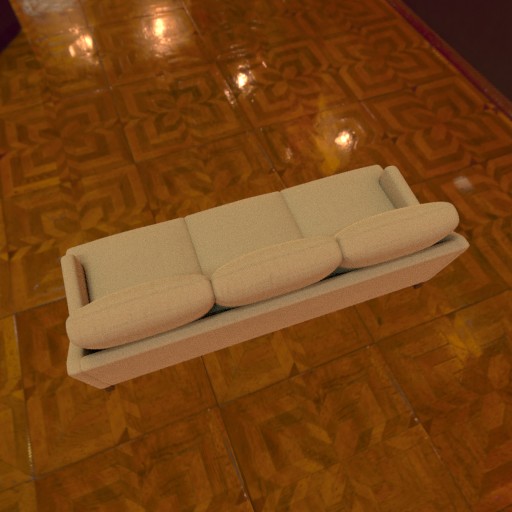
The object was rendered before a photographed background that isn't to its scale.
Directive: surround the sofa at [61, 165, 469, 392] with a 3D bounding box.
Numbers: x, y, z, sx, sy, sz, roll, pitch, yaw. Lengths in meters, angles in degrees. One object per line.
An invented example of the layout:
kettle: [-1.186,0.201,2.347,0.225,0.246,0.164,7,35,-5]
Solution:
sofa: [0.000,0.000,2.821,2.321,0.913,1.000,-17,59,-10]
